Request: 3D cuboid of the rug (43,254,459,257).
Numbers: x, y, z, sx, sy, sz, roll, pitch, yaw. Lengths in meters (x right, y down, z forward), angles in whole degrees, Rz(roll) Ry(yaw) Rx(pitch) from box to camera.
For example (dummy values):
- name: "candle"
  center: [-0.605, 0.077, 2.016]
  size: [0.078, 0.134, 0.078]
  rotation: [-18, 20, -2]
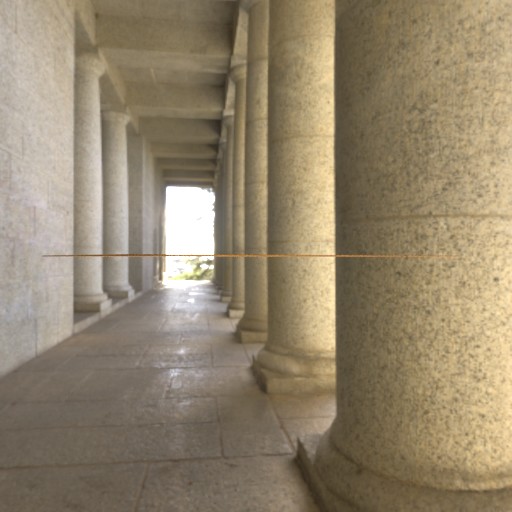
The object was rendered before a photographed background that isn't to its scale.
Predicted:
- name: "rug"
  center: [0.000, 0.000, 2.956]
  size: [2.336, 0.007, 1.525]
  rotation: [0, 0, -36]
